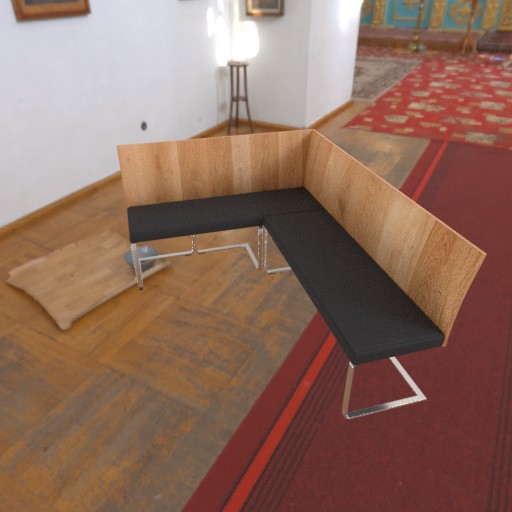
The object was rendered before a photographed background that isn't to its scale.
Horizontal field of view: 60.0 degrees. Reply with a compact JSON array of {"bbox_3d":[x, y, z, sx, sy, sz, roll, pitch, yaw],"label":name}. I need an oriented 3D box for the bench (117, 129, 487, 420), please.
[{"bbox_3d":[0.000,0.000,2.756,1.495,0.930,1.945,-9,33,-13],"label":"bench"}]
